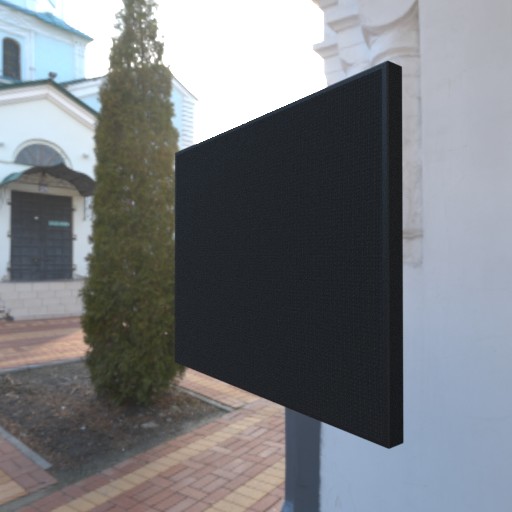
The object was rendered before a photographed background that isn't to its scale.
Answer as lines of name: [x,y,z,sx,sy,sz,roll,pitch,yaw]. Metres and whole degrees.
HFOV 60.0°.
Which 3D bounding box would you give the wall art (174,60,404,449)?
wall art: [0.000,0.000,0.753,0.029,0.458,0.559,1,-1,-37]
